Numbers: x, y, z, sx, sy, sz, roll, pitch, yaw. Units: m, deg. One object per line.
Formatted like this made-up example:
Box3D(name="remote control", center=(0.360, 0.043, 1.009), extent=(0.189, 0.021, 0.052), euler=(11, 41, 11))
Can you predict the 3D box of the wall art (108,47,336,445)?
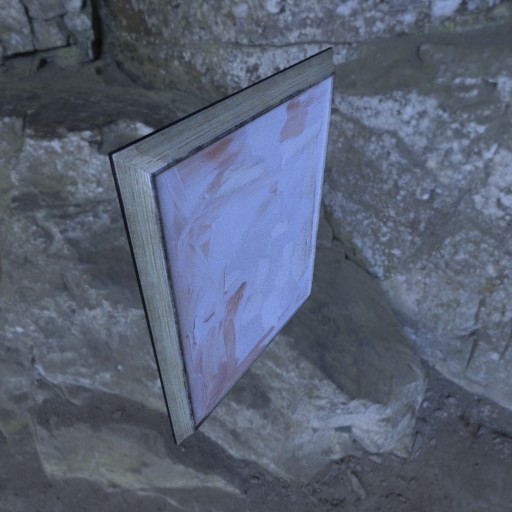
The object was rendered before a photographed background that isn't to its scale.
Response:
Box3D(name="wall art", center=(0.000, 0.000, 0.612), extent=(0.023, 0.457, 0.381), euler=(24, 45, 26))
